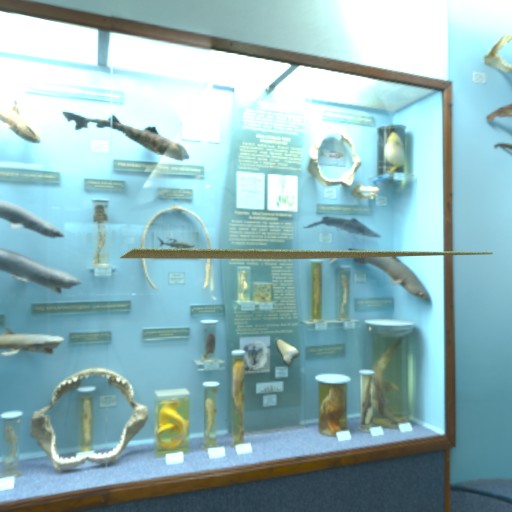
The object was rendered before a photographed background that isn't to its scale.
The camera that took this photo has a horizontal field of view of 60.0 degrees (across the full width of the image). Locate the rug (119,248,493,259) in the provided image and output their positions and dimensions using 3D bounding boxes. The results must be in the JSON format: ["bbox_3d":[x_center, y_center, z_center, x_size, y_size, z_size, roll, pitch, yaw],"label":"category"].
[{"bbox_3d":[0.000,0.000,4.223,2.425,0.016,3.198,0,-1,-18],"label":"rug"}]
